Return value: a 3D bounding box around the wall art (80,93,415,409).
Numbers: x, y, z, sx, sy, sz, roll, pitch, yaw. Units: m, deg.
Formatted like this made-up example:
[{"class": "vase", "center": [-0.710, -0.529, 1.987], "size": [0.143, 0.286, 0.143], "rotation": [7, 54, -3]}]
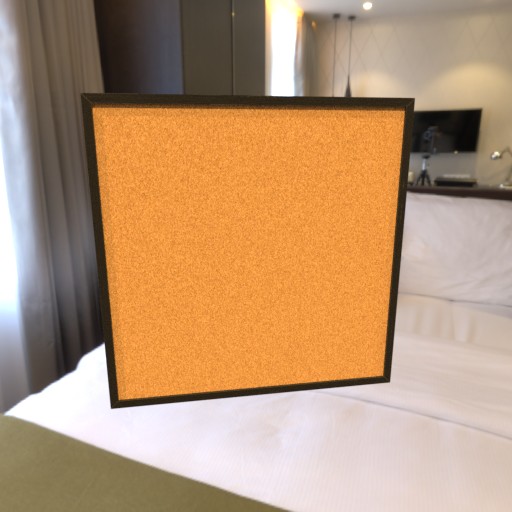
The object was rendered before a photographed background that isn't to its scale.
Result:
[{"class": "wall art", "center": [0.000, 0.000, 0.744], "size": [0.506, 0.506, 0.036], "rotation": [-3, 15, -9]}]
